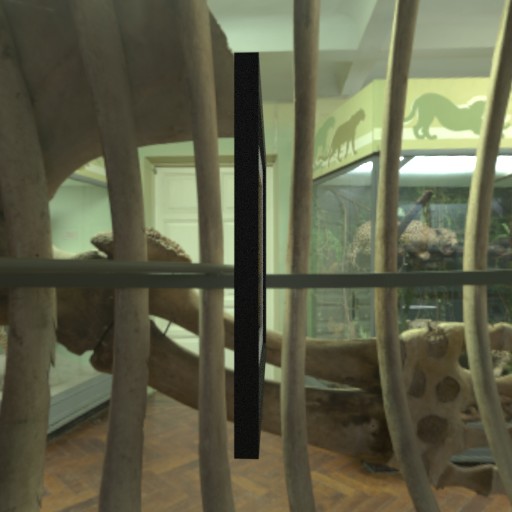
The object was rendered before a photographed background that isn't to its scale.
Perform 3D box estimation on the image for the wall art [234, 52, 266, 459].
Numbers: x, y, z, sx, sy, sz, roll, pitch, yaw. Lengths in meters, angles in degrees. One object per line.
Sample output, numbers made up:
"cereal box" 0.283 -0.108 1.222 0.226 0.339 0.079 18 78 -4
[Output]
"wall art" 0.000 0.000 0.780 0.028 0.460 0.561 0 0 2
